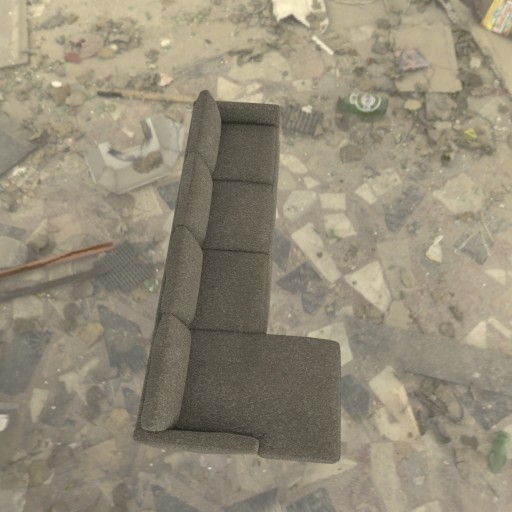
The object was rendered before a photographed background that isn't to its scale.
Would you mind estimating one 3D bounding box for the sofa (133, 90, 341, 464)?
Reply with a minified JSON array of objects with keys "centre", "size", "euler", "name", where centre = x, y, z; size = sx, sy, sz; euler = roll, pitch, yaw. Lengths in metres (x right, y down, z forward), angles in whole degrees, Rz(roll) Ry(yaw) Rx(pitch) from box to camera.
[{"centre":[0.000,0.000,3.547],"size":[1.350,0.810,2.932],"euler":[4,64,2],"name":"sofa"}]
